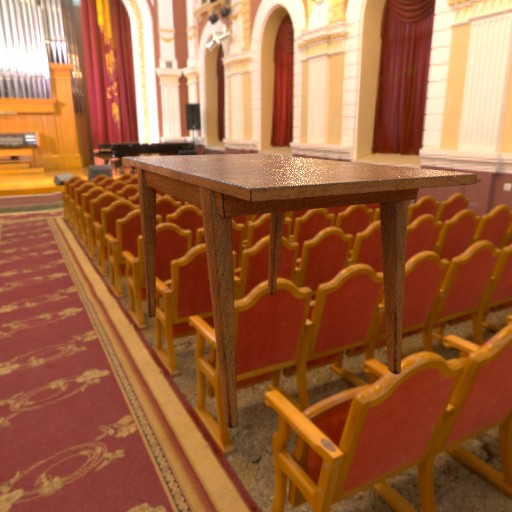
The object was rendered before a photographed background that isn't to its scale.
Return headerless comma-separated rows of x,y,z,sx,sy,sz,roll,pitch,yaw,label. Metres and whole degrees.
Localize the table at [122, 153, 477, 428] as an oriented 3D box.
0.000,0.000,1.853,0.757,0.760,1.400,-8,18,-26,table
